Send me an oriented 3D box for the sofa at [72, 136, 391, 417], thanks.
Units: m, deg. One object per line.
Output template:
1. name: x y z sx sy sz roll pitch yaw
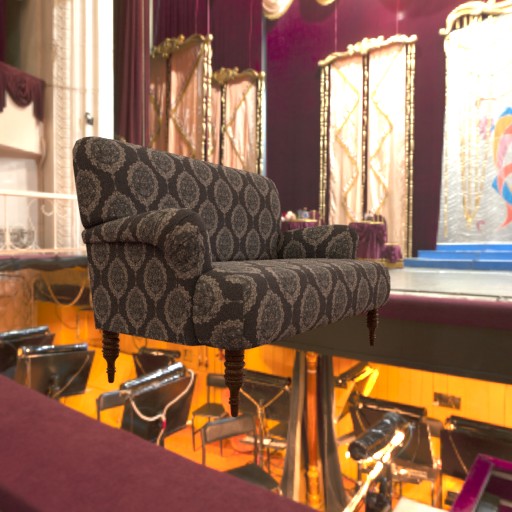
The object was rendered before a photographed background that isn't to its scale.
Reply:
1. sofa: 0.000 0.000 1.838 0.779 0.867 1.297 1 1 35
